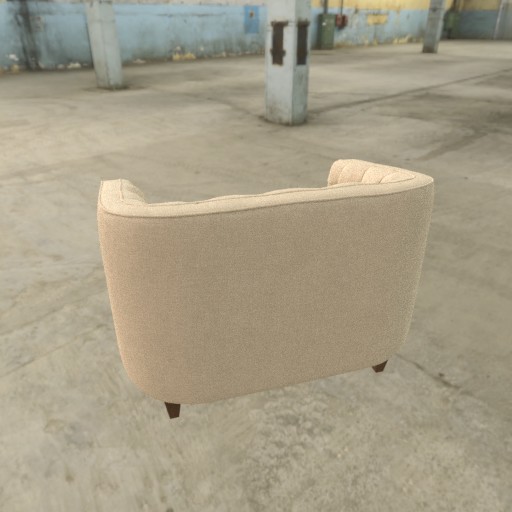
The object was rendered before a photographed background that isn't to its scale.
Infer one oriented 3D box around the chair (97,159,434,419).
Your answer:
[{"bbox_3d":[0.000,0.000,1.745,1.118,0.787,0.914,-8,29,-15],"label":"chair"}]
